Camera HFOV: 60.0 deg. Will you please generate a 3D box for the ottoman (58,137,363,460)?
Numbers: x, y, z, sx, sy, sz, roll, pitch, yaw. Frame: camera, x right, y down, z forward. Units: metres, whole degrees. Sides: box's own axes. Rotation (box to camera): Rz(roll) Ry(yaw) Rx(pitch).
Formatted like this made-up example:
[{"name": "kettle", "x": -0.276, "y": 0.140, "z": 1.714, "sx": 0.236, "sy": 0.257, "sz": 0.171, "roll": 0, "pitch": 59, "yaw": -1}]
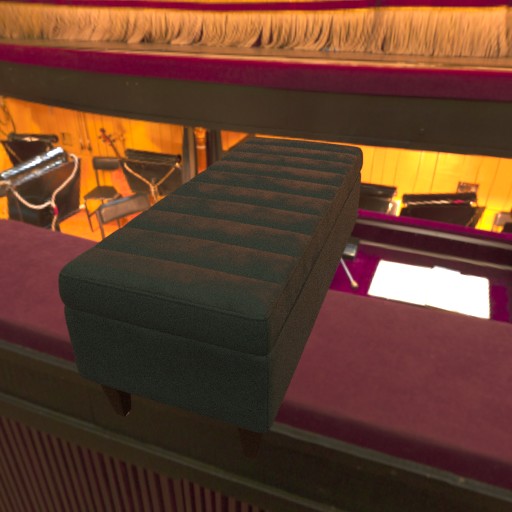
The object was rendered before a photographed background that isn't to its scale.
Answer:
[{"name": "ottoman", "x": 0.000, "y": 0.000, "z": 1.407, "sx": 0.482, "sy": 0.469, "sz": 1.151, "roll": 10, "pitch": 31, "yaw": 18}]
